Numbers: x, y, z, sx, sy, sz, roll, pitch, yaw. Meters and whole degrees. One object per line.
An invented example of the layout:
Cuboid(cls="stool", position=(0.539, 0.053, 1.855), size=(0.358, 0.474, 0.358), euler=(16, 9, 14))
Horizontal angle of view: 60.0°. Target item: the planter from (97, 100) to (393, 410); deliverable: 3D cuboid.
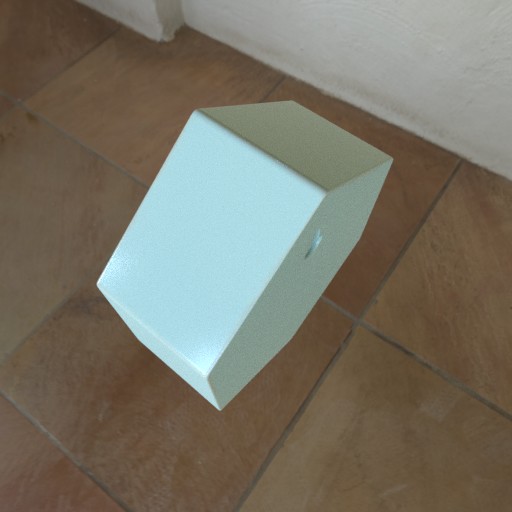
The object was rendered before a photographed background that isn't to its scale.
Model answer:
Cuboid(cls="planter", position=(0.000, 0.000, 0.290), size=(0.078, 0.207, 0.169), euler=(36, 68, 17))
